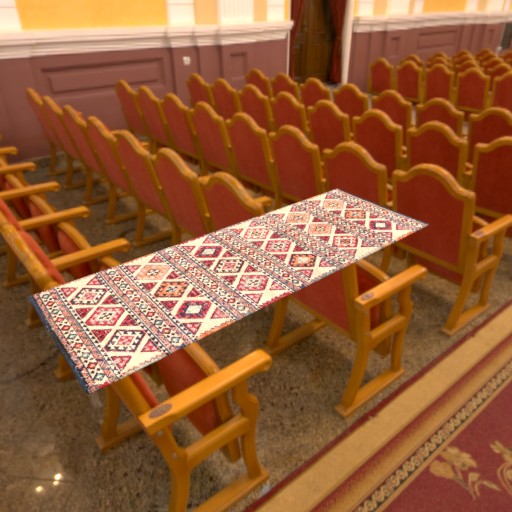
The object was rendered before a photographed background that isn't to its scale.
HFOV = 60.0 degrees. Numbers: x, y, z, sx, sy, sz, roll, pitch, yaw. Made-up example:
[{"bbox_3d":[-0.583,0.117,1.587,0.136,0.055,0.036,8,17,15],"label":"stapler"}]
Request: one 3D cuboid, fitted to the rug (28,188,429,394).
[{"bbox_3d":[0.000,0.000,2.642,2.362,0.008,0.832,-22,37,-33],"label":"rug"}]
